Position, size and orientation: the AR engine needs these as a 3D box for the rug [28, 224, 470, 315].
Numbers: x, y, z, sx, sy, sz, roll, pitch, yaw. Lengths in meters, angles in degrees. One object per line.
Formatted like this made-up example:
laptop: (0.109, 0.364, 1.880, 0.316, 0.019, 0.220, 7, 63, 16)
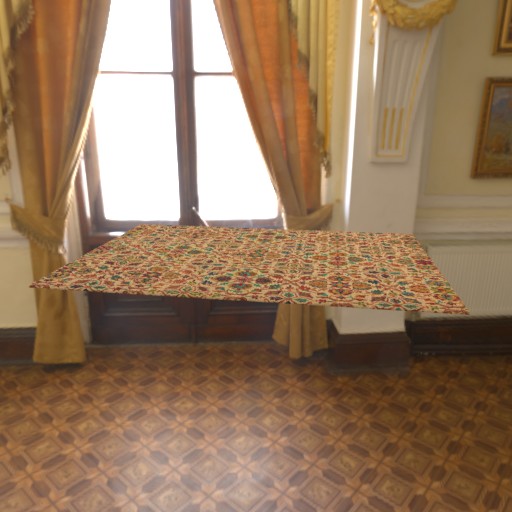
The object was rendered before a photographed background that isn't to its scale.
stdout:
rug: (0.000, 0.000, 2.989, 2.297, 0.018, 1.541, 3, 17, 9)
